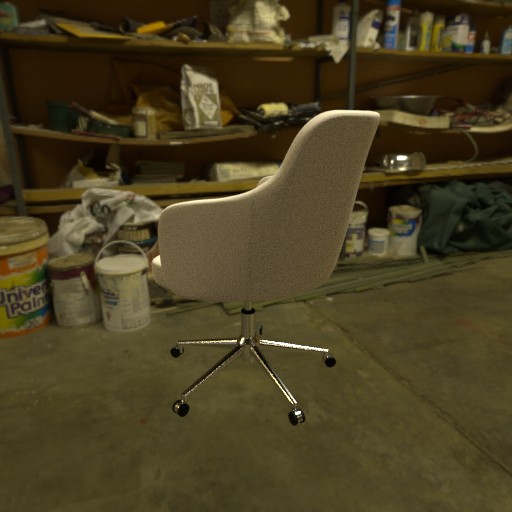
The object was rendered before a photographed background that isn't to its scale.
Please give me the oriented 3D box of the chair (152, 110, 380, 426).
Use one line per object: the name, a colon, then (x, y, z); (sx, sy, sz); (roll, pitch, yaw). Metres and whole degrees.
chair: (0.000, 0.000, 1.318); (0.647, 0.819, 0.602); (8, 19, 24)
